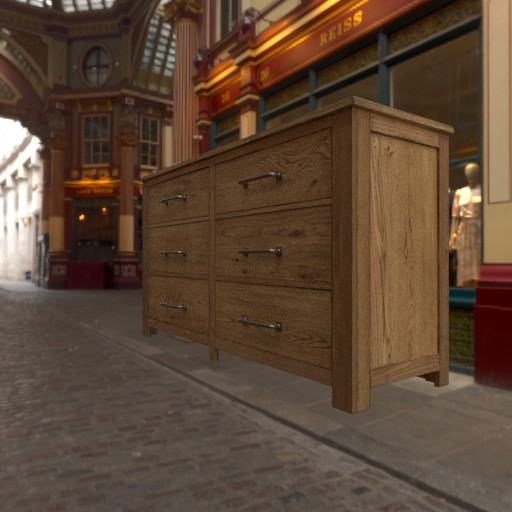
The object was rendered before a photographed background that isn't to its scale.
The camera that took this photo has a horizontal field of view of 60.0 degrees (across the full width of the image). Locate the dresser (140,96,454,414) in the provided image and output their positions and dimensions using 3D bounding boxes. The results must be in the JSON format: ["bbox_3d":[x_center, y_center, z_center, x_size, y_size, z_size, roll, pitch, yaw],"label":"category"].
[{"bbox_3d":[0.000,0.000,2.103,0.563,0.932,1.657,0,0,-36],"label":"dresser"}]
